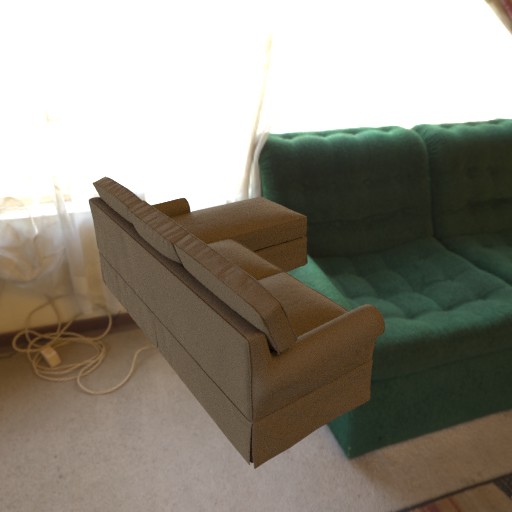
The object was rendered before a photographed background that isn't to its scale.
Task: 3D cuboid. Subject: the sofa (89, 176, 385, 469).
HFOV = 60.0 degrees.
[{"bbox_3d":[0.000,0.000,3.354,1.733,0.978,2.475,-17,31,-31],"label":"sofa"}]
